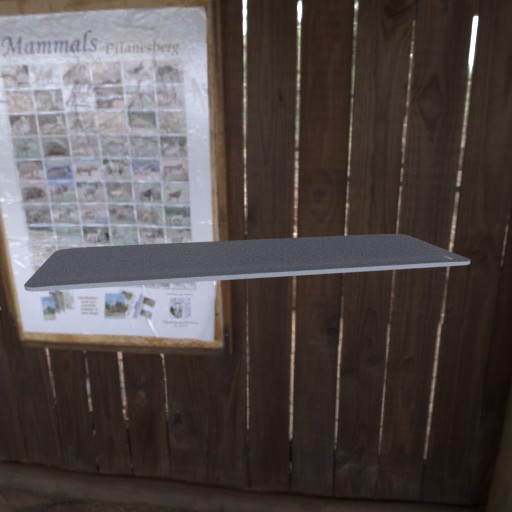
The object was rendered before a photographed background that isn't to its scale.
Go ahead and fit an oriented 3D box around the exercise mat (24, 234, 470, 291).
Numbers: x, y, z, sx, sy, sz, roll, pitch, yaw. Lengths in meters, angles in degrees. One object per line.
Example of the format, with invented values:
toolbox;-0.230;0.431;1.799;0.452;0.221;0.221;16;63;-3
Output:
exercise mat;0.000;0.000;2.079;1.884;0.021;0.616;-3;15;-11
